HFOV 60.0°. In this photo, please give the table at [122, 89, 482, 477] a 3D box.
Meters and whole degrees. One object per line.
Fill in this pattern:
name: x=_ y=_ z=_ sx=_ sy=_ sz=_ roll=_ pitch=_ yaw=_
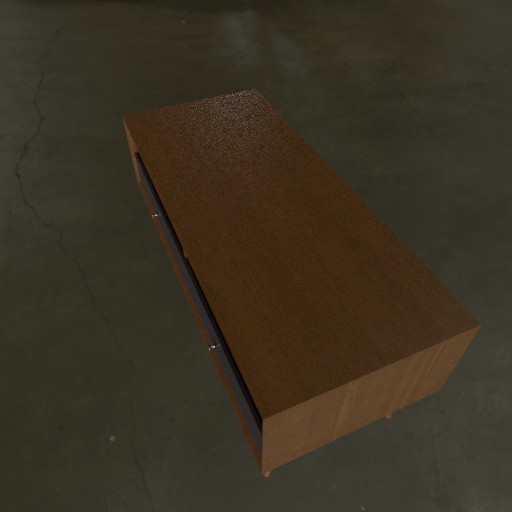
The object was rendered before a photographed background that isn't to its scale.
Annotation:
table: x=0.000 y=0.000 z=1.338 sx=0.490 sy=0.464 sz=1.119 roll=-18 pitch=49 yaw=-16
